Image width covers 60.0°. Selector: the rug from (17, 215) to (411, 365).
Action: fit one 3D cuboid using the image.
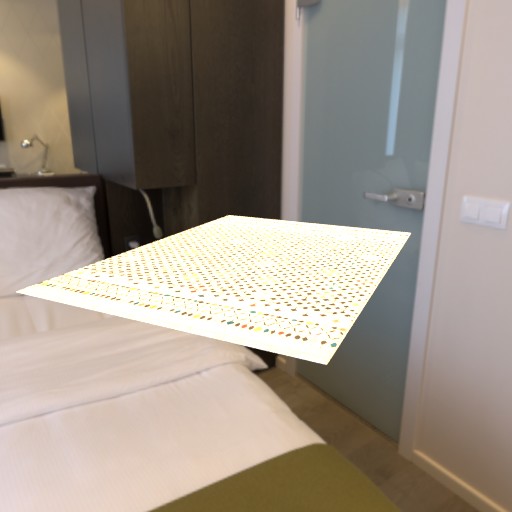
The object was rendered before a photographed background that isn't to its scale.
[{"bbox_3d":[0.000,0.000,2.013,1.146,0.006,1.556,8,18,25],"label":"rug"}]
